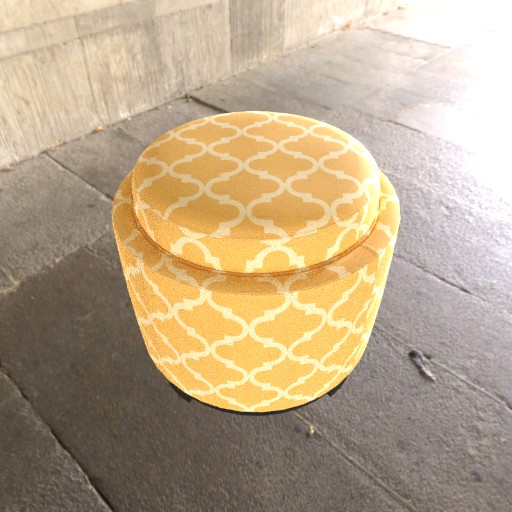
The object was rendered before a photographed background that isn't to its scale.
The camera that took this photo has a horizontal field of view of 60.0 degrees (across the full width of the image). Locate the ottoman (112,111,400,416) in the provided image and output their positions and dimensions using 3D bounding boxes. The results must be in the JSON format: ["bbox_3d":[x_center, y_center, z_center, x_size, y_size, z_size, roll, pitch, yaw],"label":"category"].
[{"bbox_3d":[0.000,0.000,0.839,0.480,0.429,0.480,0,42,0],"label":"ottoman"}]
